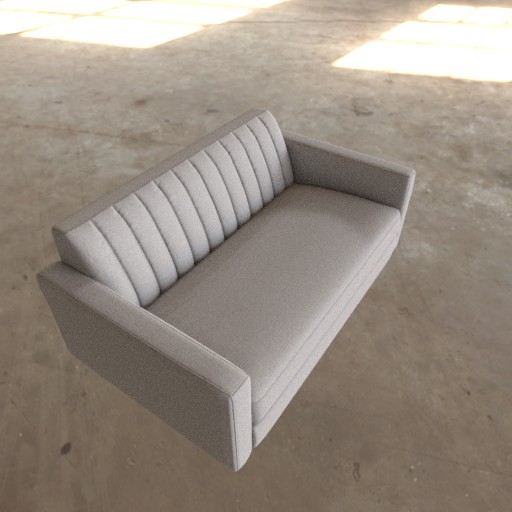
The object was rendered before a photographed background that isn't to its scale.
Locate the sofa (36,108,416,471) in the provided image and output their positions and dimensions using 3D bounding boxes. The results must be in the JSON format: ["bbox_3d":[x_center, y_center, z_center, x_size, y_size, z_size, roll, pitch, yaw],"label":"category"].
[{"bbox_3d":[0.000,0.000,2.111,0.950,0.801,1.585,24,47,25],"label":"sofa"}]
